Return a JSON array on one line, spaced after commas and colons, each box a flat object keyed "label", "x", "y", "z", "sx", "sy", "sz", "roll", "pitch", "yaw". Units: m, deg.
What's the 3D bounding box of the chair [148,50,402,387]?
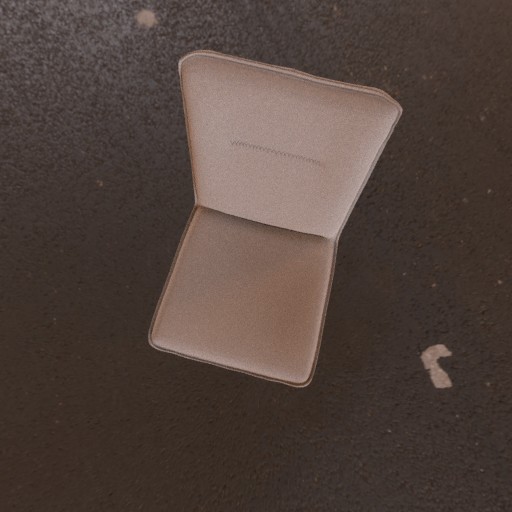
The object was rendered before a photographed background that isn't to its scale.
[{"label": "chair", "x": 0.000, "y": 0.000, "z": 1.350, "sx": 0.515, "sy": 0.930, "sz": 0.688, "roll": 14, "pitch": 76, "yaw": 4}]
